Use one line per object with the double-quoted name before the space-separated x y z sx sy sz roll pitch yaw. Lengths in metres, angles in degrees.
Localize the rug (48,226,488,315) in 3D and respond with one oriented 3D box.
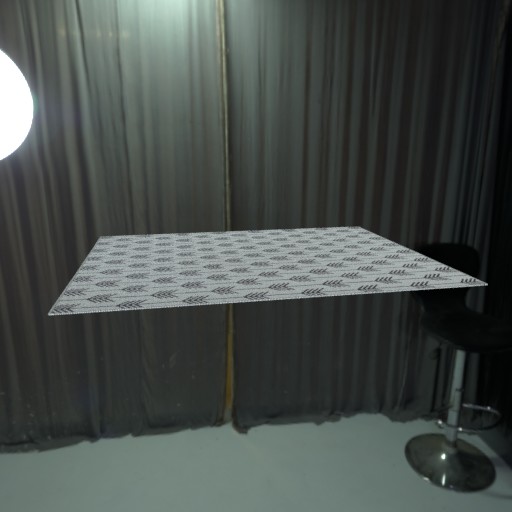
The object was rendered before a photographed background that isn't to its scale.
"rug" 0.000 0.000 4.104 3.061 0.010 2.330 -3 15 -11
